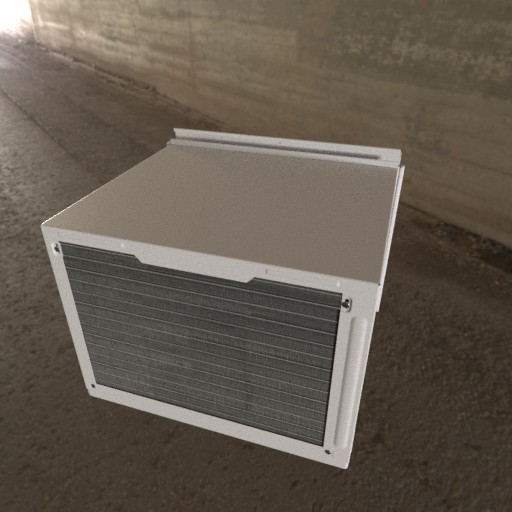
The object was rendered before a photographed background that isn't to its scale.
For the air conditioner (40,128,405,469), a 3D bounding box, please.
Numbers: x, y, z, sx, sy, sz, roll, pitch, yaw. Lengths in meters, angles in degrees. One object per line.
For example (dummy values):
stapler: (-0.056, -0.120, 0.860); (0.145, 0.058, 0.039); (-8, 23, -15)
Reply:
air conditioner: (0.000, 0.000, 0.882); (0.503, 0.388, 0.546); (10, 33, 15)
